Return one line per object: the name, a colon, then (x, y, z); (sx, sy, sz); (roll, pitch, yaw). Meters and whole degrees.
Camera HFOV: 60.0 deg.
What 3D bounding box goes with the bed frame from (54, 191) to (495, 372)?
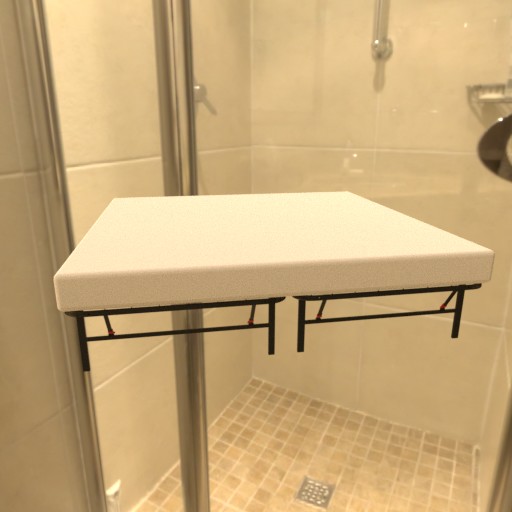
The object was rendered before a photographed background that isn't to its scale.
bed frame: (0.000, 0.000, 2.957); (2.033, 0.525, 1.935); (-3, 17, -10)
